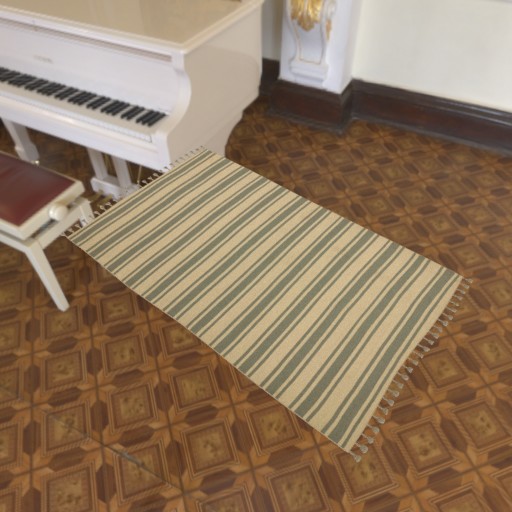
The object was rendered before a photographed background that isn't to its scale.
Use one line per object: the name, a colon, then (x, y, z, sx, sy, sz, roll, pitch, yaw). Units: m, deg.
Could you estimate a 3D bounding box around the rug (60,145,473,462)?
rug: (0.000, 0.000, 2.537, 2.084, 0.009, 1.222, 31, 54, 26)
